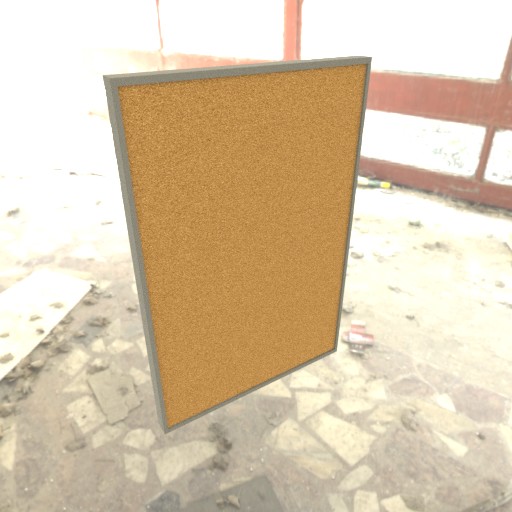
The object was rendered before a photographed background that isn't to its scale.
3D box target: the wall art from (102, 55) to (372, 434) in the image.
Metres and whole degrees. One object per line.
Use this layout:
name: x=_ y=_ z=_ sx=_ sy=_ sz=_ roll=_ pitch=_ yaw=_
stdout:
wall art: x=0.000 y=0.000 z=0.943 sx=0.511 sy=0.753 sz=0.039 roll=-18 pitch=34 yaw=-28
